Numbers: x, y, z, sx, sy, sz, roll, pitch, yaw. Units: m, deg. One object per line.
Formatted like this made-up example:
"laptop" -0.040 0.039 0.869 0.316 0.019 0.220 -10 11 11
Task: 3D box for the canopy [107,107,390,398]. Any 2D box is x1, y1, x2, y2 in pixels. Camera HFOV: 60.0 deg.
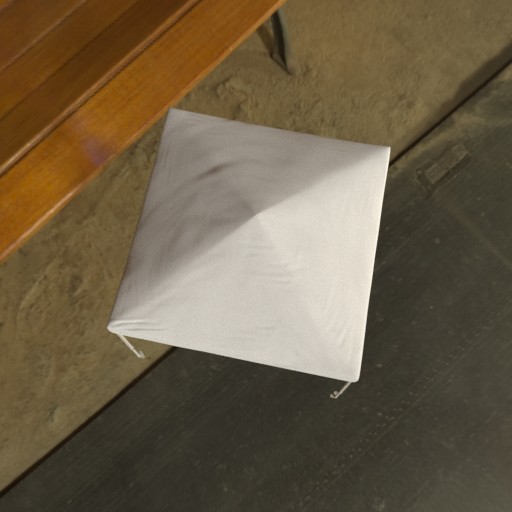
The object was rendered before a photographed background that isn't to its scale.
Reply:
"canopy" 0.000 0.000 6.556 3.600 3.600 3.599 11 76 3
